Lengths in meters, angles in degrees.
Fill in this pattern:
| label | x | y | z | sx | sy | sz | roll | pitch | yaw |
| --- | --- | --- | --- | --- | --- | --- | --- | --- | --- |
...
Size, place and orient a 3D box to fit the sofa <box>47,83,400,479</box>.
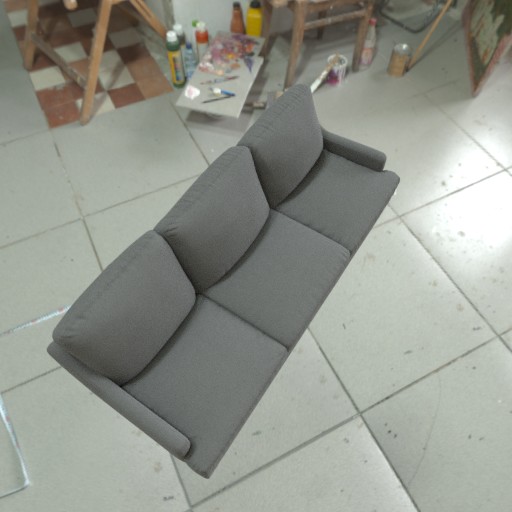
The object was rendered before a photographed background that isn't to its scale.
| label | x | y | z | sx | sy | sz | roll | pitch | yaw |
| --- | --- | --- | --- | --- | --- | --- | --- | --- | --- |
| sofa | 0.000 | 0.000 | 2.762 | 0.987 | 0.926 | 2.344 | 30 | 63 | 17 |
